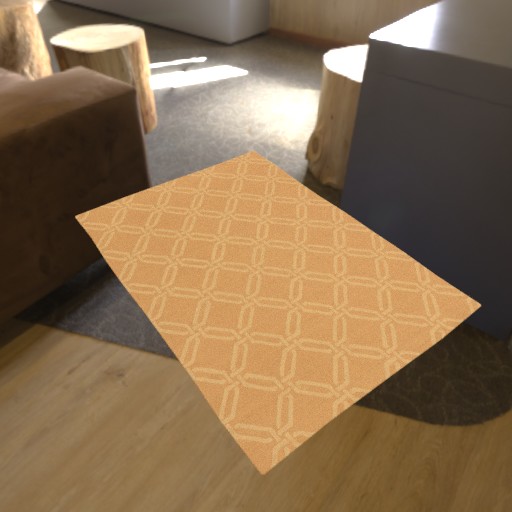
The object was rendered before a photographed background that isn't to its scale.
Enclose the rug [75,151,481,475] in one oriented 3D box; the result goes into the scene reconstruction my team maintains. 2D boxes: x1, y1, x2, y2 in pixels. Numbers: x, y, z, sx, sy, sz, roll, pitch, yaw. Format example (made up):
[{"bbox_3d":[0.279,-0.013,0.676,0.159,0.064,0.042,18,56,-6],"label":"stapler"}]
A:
[{"bbox_3d":[0.000,0.000,2.723,1.524,0.013,2.135,-27,49,-26],"label":"rug"}]
